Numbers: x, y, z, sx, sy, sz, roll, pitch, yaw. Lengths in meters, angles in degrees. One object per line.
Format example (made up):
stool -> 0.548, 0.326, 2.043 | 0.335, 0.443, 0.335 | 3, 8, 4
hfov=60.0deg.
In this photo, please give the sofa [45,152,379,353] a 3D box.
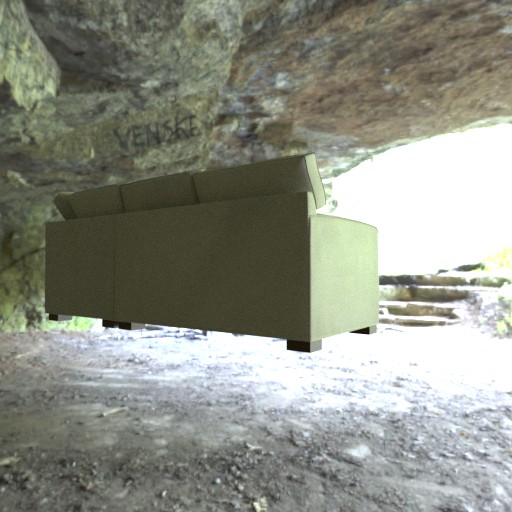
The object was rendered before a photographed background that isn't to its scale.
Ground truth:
sofa -> 0.000, 0.000, 3.435 | 2.182, 0.939, 2.189 | -1, -2, 36
